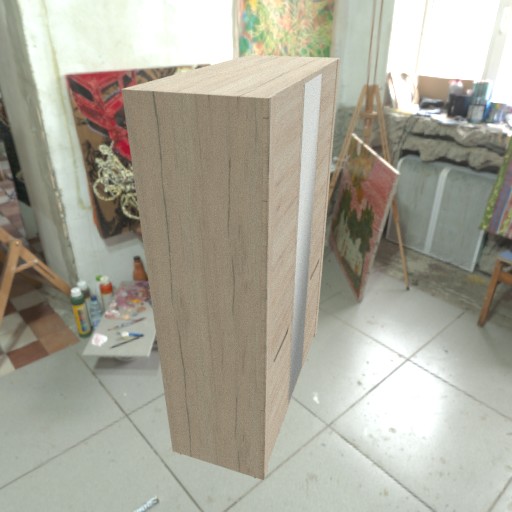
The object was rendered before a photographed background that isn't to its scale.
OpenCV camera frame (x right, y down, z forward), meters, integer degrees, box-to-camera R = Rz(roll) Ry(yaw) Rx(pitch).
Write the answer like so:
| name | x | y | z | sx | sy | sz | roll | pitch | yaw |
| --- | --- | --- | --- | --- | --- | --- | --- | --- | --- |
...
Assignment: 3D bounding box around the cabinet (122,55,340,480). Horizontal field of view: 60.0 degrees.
| name | x | y | z | sx | sy | sz | roll | pitch | yaw |
| --- | --- | --- | --- | --- | --- | --- | --- | --- | --- |
| cabinet | 0.000 | 0.000 | 2.656 | 0.580 | 2.070 | 1.400 | 10 | 31 | 17 |
